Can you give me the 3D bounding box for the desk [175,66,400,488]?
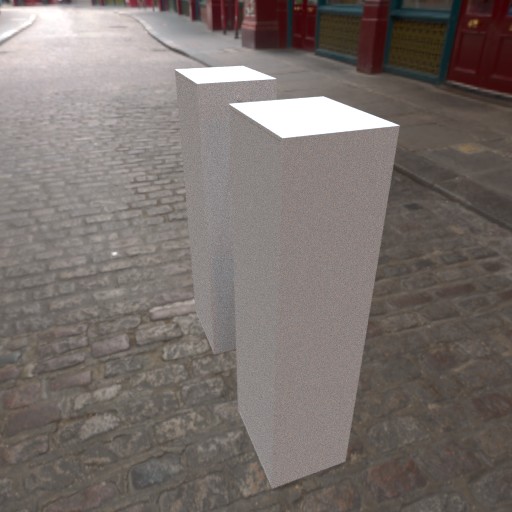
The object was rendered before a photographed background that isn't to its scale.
[{"bbox_3d":[0.000,0.000,2.805,0.480,2.000,1.770,-11,32,-18],"label":"desk"}]
